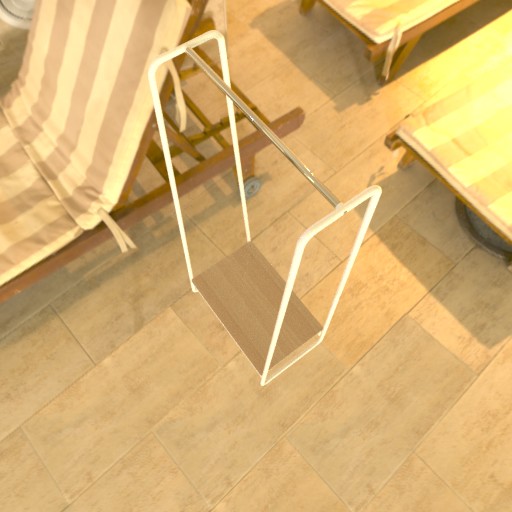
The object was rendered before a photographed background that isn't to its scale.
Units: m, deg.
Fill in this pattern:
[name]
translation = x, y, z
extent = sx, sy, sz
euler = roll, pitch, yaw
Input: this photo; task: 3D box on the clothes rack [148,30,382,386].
[clothes rack]
translation = 0.000, 0.000, 1.717
extent = 0.400, 1.500, 0.640
euler = -34, 69, -15
